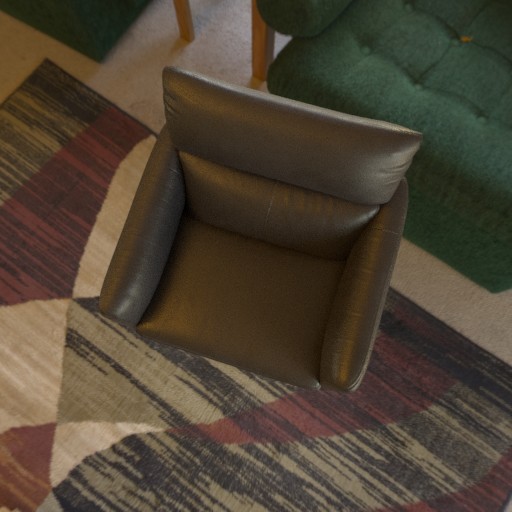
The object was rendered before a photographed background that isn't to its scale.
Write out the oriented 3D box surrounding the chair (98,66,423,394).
[{"bbox_3d":[0.000,0.000,1.652,0.976,0.949,0.809,17,75,4],"label":"chair"}]
